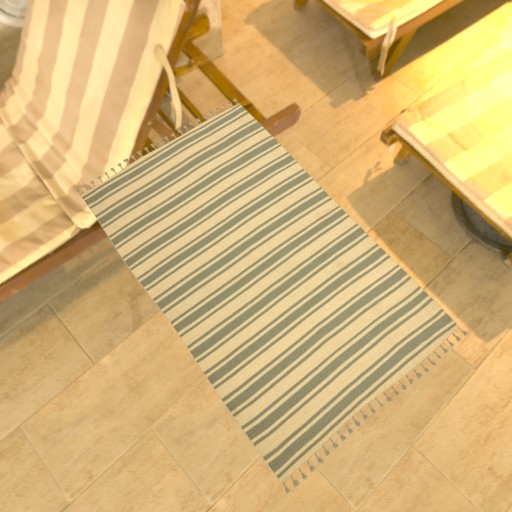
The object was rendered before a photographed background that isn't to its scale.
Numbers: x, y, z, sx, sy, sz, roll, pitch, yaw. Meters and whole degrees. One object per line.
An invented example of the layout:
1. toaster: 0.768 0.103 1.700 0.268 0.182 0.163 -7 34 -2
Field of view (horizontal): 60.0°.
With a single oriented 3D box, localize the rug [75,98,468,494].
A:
1. rug: 0.000 0.000 2.508 1.222 0.009 2.084 -35 69 -15
